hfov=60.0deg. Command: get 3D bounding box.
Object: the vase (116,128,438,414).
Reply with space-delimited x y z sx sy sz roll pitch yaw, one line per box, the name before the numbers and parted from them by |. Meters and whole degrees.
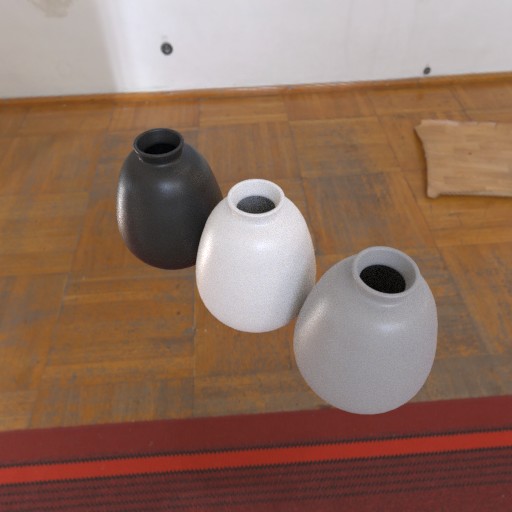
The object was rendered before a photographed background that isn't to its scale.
vase | 0.000 0.000 0.347 0.297 0.122 0.097 33 56 26
